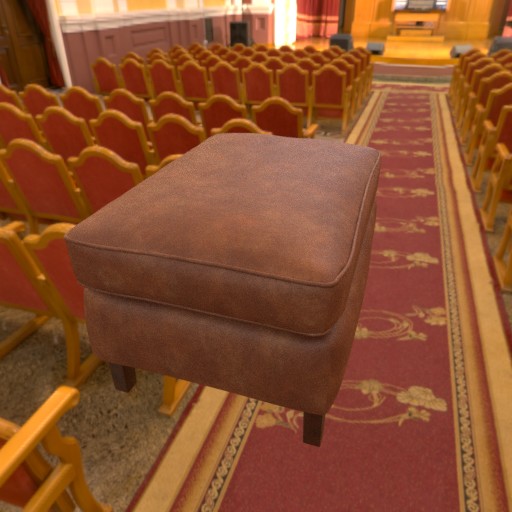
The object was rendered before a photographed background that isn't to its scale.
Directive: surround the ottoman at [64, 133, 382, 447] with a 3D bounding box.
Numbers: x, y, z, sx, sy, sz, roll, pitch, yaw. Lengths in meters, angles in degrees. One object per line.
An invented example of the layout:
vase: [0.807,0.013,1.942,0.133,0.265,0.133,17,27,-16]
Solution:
ottoman: [0.000,0.000,1.009,0.501,0.418,0.665,10,32,16]
